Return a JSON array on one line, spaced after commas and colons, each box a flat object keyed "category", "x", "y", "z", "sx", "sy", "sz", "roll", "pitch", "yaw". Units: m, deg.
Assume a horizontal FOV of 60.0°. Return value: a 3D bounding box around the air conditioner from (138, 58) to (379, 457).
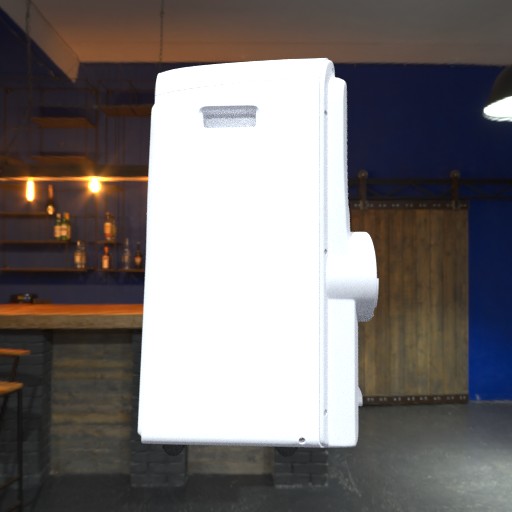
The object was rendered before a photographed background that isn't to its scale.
[{"category": "air conditioner", "x": 0.000, "y": 0.000, "z": 1.032, "sx": 0.467, "sy": 0.765, "sz": 0.478, "roll": 0, "pitch": 0, "yaw": 1}]
